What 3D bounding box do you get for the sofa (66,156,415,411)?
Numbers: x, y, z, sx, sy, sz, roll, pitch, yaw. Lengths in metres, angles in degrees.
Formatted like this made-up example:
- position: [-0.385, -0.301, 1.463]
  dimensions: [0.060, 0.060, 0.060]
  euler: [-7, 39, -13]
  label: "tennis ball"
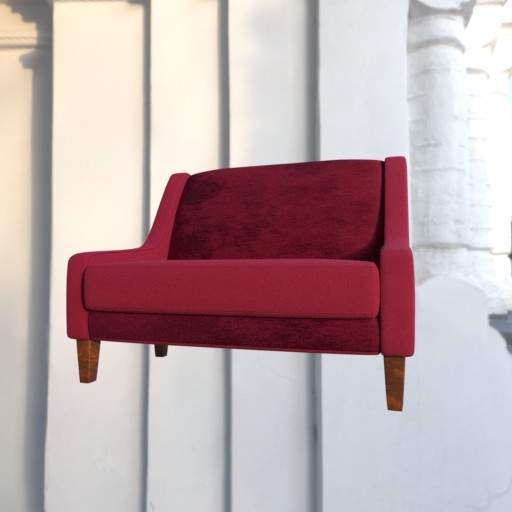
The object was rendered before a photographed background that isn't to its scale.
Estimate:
- position: [0.000, 0.000, 1.880]
  dimensions: [1.242, 0.976, 0.946]
  euler: [-1, -2, 18]
  label: "sofa"
